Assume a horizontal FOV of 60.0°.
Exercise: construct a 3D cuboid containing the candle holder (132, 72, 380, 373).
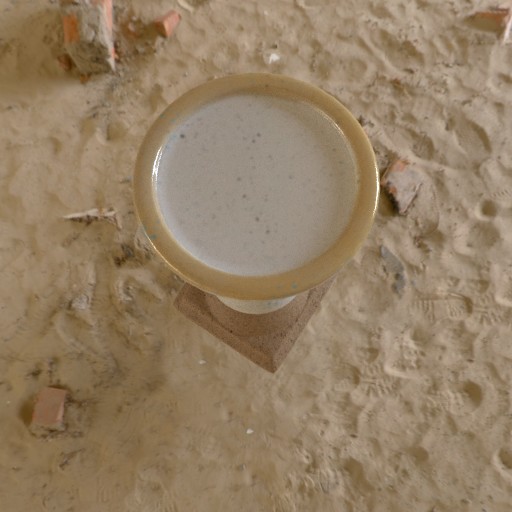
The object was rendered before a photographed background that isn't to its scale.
[{"bbox_3d":[0.000,0.000,0.294,0.110,0.239,0.110,32,77,9],"label":"candle holder"}]
